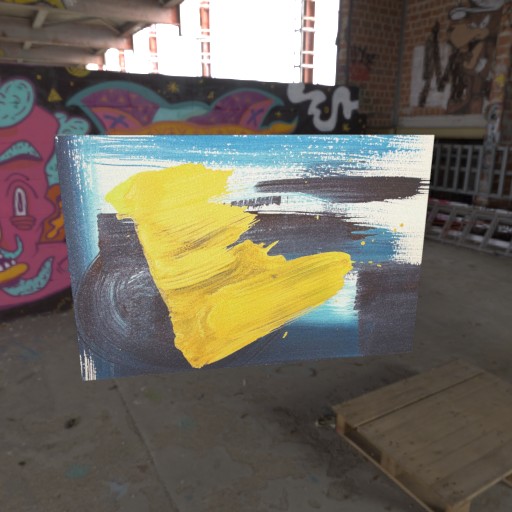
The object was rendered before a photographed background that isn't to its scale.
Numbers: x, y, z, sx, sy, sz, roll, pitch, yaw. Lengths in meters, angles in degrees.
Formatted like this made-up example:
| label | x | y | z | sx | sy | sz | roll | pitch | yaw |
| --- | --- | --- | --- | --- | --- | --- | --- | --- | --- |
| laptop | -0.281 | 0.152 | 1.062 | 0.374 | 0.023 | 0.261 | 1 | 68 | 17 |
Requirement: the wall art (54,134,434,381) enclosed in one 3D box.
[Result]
| label | x | y | z | sx | sy | sz | roll | pitch | yaw |
| --- | --- | --- | --- | --- | --- | --- | --- | --- | --- |
| wall art | 0.000 | 0.000 | 0.770 | 0.609 | 0.406 | 0.033 | -3 | 16 | -10 |
